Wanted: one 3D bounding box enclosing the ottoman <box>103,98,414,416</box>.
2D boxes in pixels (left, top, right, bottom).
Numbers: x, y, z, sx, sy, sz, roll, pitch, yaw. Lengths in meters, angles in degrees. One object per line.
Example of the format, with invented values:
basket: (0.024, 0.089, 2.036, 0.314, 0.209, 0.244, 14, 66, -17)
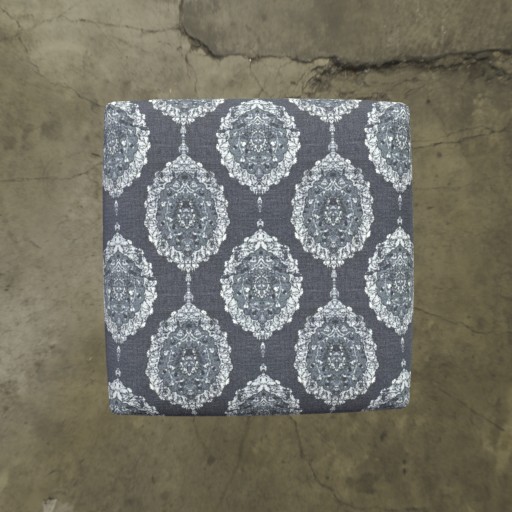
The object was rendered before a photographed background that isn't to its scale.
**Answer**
ottoman: (0.000, 0.000, 0.892, 0.497, 0.475, 0.507, 0, 91, -2)
